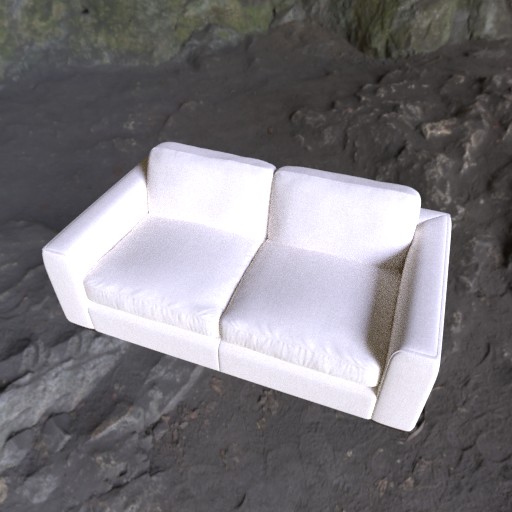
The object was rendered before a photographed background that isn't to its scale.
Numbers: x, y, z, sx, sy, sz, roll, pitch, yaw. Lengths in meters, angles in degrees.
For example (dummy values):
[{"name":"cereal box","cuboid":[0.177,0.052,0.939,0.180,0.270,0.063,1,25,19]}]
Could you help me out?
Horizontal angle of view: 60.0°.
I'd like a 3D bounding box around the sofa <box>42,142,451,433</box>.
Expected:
[{"name":"sofa","cuboid":[0.000,0.000,2.394,1.920,0.801,1.069,14,43,15]}]
